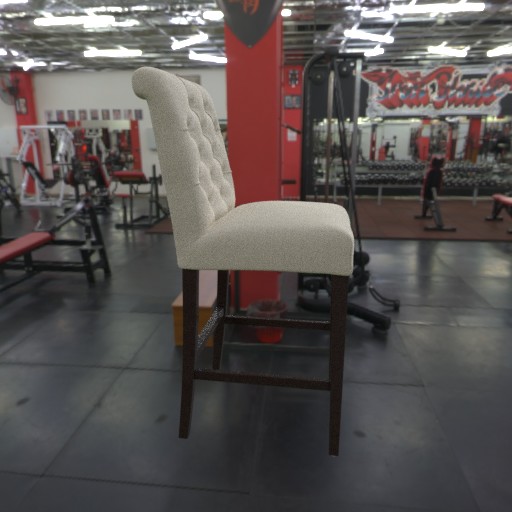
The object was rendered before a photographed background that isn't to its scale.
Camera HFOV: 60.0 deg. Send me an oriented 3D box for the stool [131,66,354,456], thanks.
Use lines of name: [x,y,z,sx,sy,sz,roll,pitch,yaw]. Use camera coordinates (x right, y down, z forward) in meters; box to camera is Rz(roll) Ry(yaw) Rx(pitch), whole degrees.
stool: [0.000,0.000,1.461,0.610,1.118,0.482,2,15,9]
